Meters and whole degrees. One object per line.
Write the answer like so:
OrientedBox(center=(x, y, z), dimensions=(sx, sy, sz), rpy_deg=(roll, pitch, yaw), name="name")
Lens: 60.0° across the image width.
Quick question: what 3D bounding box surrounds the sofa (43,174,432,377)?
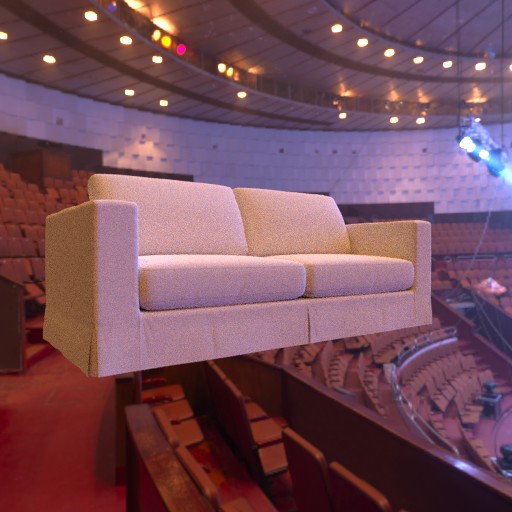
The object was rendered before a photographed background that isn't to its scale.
OrientedBox(center=(0.000, 0.000, 2.631), dimensions=(2.163, 0.881, 0.954), rpy_deg=(0, 1, -35), name="sofa")
